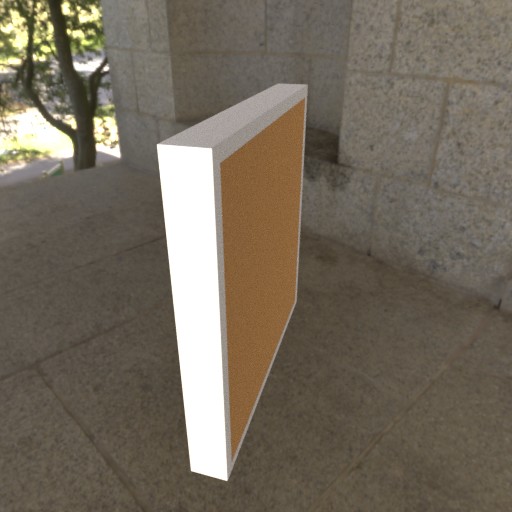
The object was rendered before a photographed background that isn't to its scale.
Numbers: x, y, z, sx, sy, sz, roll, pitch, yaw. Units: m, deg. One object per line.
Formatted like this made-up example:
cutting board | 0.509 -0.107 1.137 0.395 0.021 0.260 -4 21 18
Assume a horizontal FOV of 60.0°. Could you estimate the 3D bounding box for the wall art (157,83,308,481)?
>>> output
wall art | 0.000 0.000 0.467 0.037 0.305 0.305 8 29 15
